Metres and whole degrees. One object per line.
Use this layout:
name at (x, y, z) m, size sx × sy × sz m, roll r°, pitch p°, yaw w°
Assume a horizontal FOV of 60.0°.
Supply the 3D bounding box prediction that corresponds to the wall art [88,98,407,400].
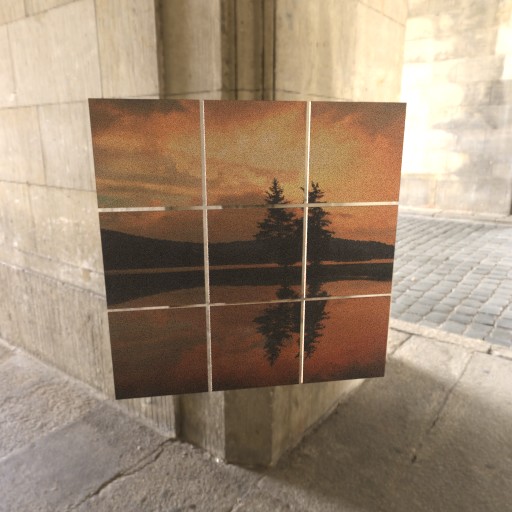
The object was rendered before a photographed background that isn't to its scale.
wall art at (0.000, 0.000, 1.835) m, size 1.216 × 1.218 × 0.013 m, roll -2°, pitch 15°, yaw -9°
